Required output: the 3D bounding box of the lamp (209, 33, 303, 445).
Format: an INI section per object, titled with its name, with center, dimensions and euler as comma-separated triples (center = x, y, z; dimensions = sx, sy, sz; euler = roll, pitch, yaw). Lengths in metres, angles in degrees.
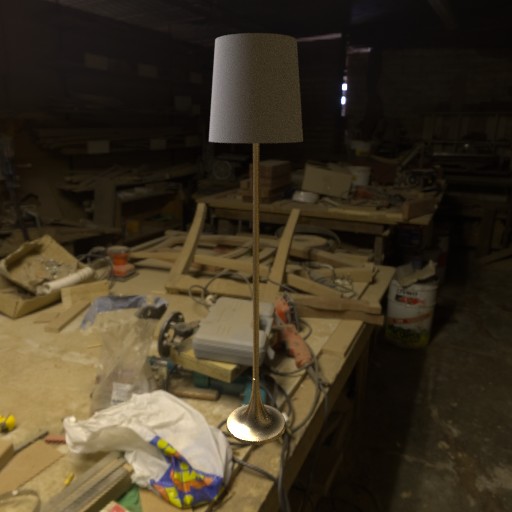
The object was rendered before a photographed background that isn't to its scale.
[lamp]
center = 0.000, 0.000, 1.719
dimensions = 0.337, 1.543, 0.337
euler = 0, 17, 0
